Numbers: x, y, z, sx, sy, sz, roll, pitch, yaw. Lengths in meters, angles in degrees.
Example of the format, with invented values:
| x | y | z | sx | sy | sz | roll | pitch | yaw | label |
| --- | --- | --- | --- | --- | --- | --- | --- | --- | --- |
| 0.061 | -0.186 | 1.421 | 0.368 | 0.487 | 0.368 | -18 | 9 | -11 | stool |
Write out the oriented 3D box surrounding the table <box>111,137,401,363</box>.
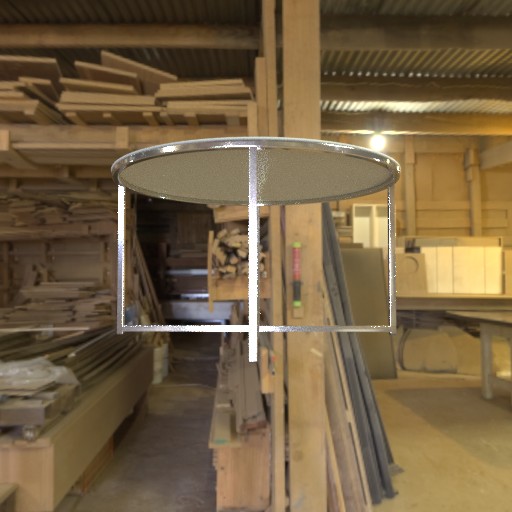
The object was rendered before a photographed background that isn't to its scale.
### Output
| x | y | z | sx | sy | sz | roll | pitch | yaw | label |
| --- | --- | --- | --- | --- | --- | --- | --- | --- | --- |
| 0.000 | 0.000 | 1.280 | 0.800 | 0.450 | 0.800 | 0 | -2 | 0 | table |
